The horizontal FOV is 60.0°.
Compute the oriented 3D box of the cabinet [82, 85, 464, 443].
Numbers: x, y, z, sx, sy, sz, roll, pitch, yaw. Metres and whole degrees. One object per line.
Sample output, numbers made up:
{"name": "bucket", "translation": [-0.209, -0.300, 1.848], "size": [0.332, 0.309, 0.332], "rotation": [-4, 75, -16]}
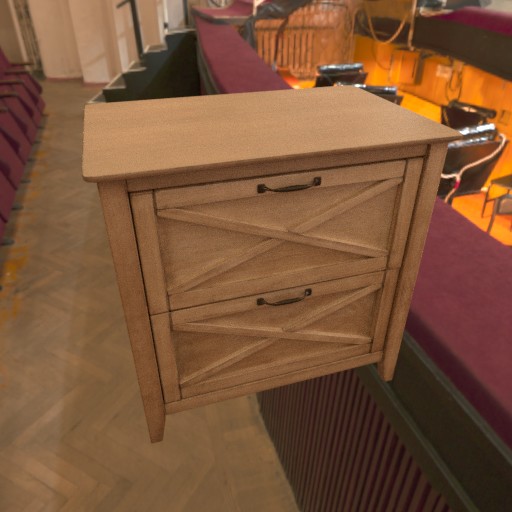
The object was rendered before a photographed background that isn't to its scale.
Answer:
{"name": "cabinet", "translation": [0.000, 0.000, 1.235], "size": [0.763, 0.762, 0.503], "rotation": [-10, 34, -15]}
